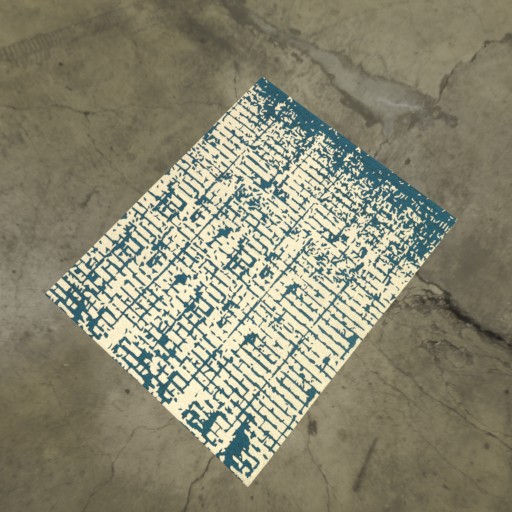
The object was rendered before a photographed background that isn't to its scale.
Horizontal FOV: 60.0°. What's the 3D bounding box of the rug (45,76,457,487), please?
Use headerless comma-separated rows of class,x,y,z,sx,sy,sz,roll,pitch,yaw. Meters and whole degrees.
rug,0.000,0.000,4.079,2.416,0.014,3.017,40,78,10
